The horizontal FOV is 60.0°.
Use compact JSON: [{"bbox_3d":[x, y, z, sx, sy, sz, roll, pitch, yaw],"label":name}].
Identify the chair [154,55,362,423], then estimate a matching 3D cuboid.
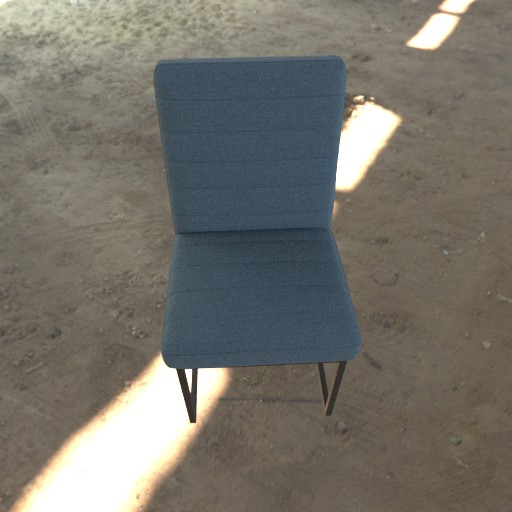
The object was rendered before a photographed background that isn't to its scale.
[{"bbox_3d":[0.000,0.000,1.314,0.520,0.930,0.634,-2,47,-2],"label":"chair"}]
